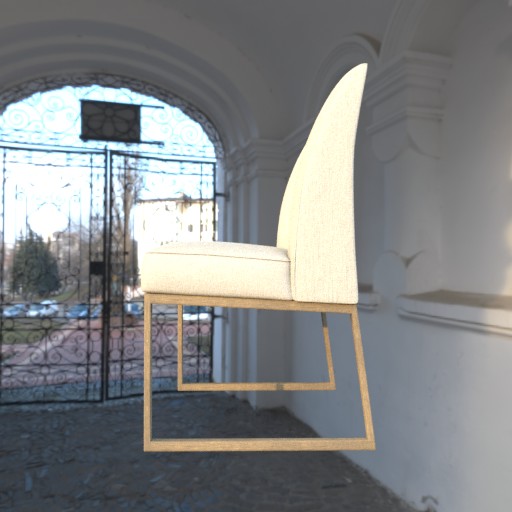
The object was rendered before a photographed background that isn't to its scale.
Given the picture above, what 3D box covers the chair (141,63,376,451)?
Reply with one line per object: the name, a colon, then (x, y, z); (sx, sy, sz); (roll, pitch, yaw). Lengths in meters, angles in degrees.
chair: (0.000, 0.000, 1.215); (0.522, 0.863, 0.508); (0, -1, -1)
